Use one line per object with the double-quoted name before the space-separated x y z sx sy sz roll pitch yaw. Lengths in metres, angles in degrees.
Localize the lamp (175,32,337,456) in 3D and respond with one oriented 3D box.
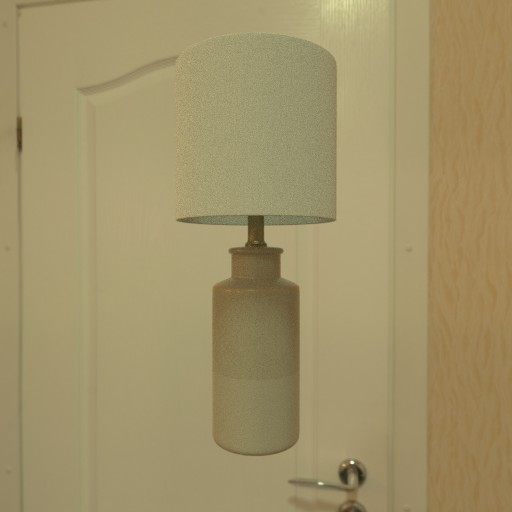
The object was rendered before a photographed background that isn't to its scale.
"lamp" 0.000 0.000 0.594 0.212 0.493 0.212 0 1 -19
